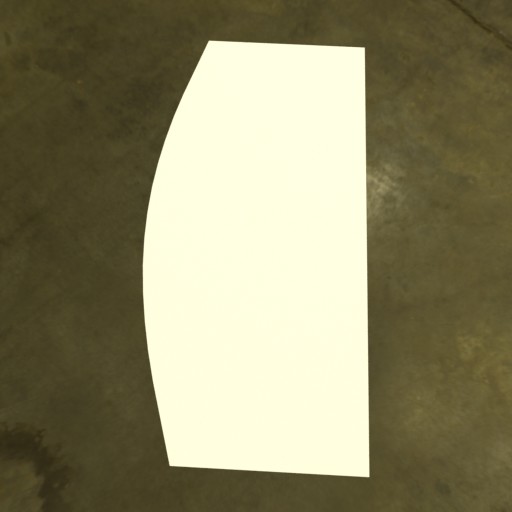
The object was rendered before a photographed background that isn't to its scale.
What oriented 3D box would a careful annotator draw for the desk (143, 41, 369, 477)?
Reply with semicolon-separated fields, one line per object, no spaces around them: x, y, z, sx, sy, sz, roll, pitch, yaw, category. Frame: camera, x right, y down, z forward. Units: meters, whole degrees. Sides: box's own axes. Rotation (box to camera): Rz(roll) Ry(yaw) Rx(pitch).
0.000;0.000;1.971;0.802;0.750;1.600;3;76;1;desk
